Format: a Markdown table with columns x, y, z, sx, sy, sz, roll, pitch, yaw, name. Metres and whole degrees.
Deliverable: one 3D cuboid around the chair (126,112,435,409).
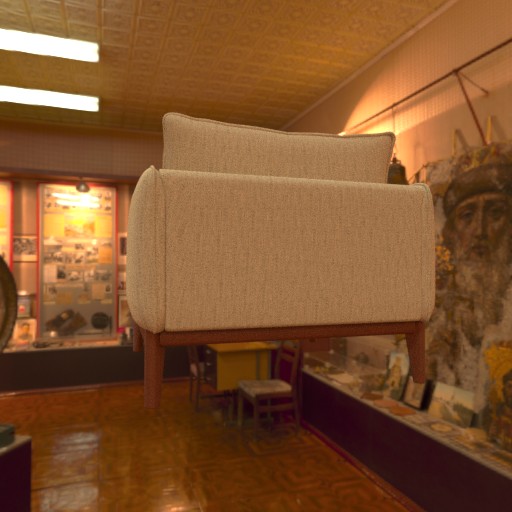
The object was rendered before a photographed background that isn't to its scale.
| x | y | z | sx | sy | sz | roll | pitch | yaw | name |
| --- | --- | --- | --- | --- | --- | --- | --- | --- | --- |
| 0.000 | 0.000 | 1.772 | 0.994 | 0.855 | 0.991 | 0 | -2 | -17 | chair |
